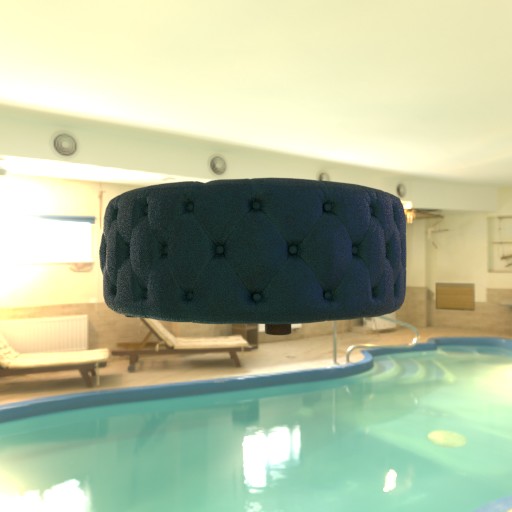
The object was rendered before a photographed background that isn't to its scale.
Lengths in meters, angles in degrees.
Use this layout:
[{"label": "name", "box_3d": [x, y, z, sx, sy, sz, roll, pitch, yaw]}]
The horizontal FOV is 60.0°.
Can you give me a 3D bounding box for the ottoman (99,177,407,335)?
[{"label": "ottoman", "box_3d": [0.000, 0.000, 1.526, 0.998, 0.398, 0.998, 0, 0, 0]}]
